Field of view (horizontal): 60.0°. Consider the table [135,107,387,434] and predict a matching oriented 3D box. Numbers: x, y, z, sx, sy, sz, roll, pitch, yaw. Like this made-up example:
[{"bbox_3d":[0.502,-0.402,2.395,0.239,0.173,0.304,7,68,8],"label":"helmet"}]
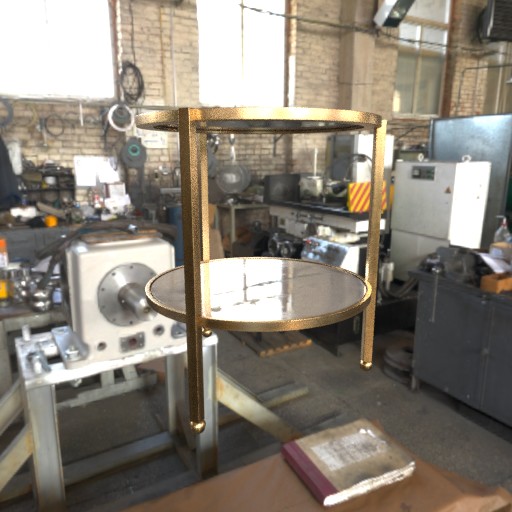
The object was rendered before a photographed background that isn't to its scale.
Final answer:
[{"bbox_3d":[0.000,0.000,0.456,0.231,0.269,0.243,6,14,26],"label":"table"}]
